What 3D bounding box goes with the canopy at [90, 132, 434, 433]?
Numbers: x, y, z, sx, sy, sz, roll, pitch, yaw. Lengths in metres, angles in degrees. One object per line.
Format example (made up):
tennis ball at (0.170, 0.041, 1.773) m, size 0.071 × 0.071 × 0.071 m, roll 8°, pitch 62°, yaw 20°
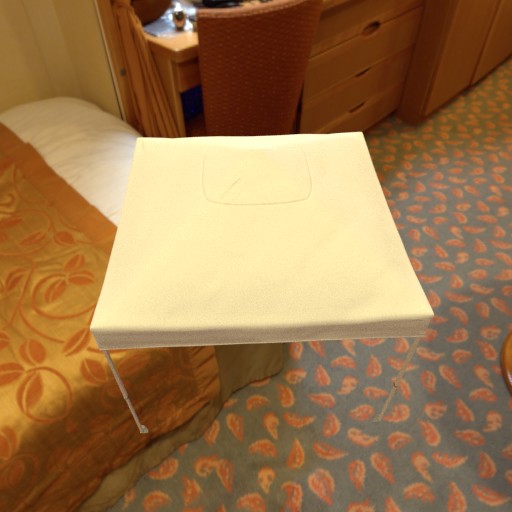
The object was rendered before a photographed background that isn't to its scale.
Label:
canopy at (0.000, 0.000, 5.362) m, size 2.996 × 2.997 × 2.998 m, roll -2°, pitch 47°, yaw -2°
